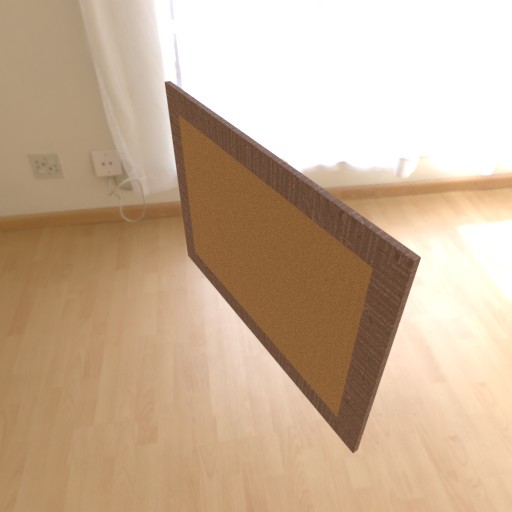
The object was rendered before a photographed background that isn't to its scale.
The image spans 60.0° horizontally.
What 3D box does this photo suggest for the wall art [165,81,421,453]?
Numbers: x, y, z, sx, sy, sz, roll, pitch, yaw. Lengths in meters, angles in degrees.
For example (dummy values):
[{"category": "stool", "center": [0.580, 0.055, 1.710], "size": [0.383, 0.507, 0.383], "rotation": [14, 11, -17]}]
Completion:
[{"category": "wall art", "center": [0.000, 0.000, 1.381], "size": [0.020, 0.761, 1.056], "rotation": [-24, 47, -25]}]
